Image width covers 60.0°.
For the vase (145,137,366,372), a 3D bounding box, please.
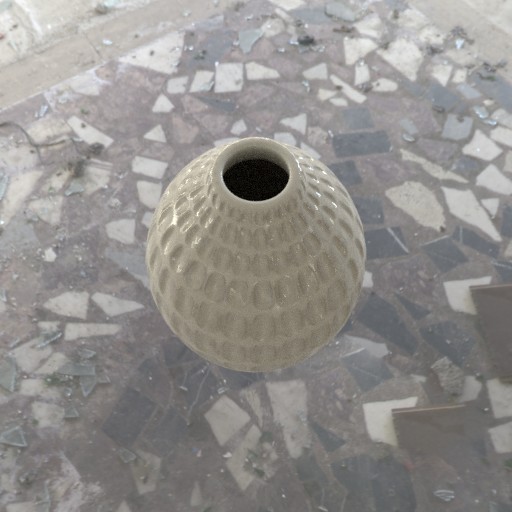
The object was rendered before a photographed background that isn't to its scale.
[{"bbox_3d":[0.000,0.000,0.262,0.128,0.167,0.128,0,65,0],"label":"vase"}]
